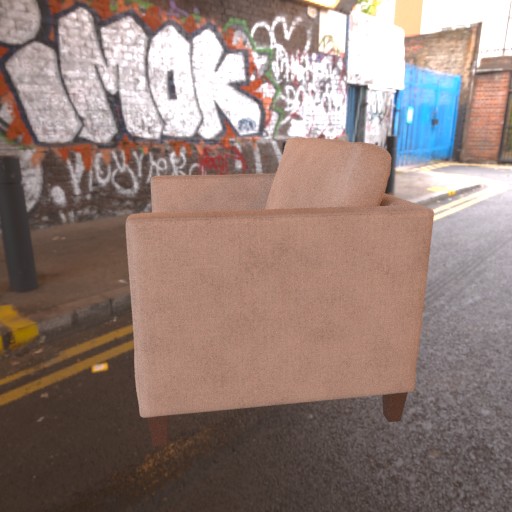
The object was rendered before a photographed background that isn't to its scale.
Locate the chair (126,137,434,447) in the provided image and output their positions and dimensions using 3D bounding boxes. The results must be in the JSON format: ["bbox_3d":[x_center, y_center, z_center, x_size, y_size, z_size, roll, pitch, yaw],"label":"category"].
[{"bbox_3d":[0.000,0.000,1.866,0.959,0.961,1.133,-3,17,-9],"label":"chair"}]
